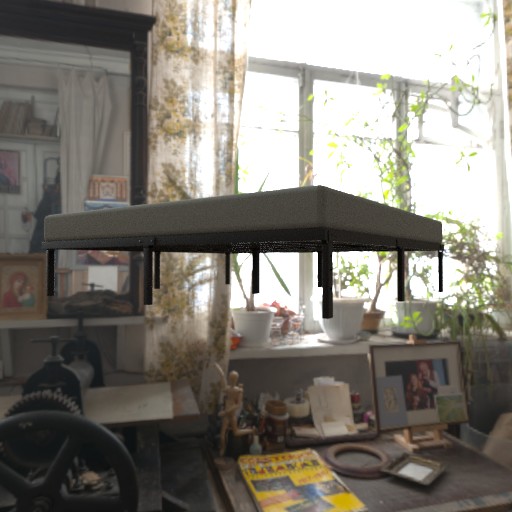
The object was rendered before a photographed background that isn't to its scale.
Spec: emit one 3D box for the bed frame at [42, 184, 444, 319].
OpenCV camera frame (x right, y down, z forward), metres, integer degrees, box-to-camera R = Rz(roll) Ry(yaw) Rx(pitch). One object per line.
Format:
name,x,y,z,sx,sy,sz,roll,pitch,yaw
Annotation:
bed frame,0.000,0.000,3.972,2.635,0.680,2.526,-1,-1,36
